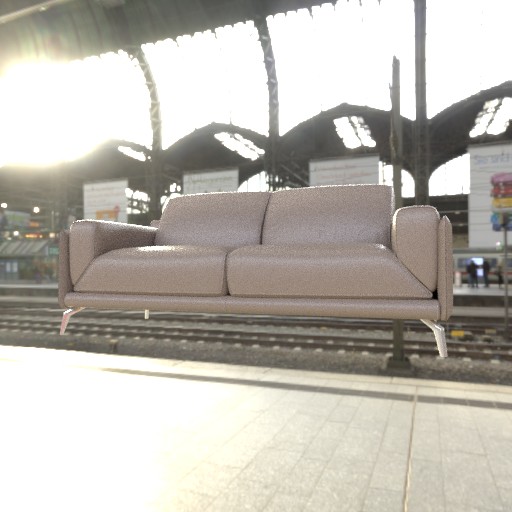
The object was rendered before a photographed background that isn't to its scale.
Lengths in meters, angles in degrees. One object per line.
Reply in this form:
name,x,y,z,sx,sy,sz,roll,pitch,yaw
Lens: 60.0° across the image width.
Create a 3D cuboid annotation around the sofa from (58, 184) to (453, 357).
sofa,0.000,0.000,2.640,2.101,0.930,1.049,-1,-2,19
